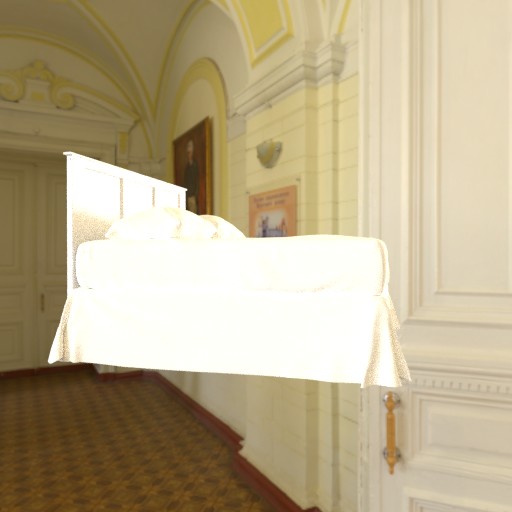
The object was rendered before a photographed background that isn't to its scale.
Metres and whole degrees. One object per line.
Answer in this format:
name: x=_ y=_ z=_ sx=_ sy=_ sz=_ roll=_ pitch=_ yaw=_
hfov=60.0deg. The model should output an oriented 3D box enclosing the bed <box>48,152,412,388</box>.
bed: x=0.000 y=0.000 z=3.215 sx=2.047 sy=1.269 sz=1.876 roll=0 pitch=0 yaw=16
